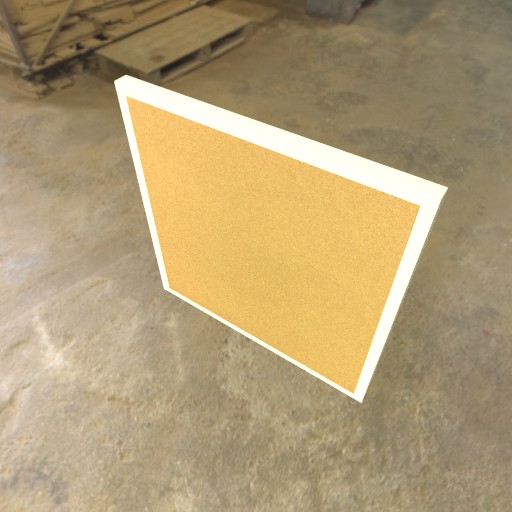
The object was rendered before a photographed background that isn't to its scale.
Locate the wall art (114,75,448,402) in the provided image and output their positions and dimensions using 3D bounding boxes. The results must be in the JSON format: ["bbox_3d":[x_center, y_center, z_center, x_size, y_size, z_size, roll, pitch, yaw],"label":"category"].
[{"bbox_3d":[0.000,0.000,1.167,0.763,0.761,0.038,26,52,22],"label":"wall art"}]
